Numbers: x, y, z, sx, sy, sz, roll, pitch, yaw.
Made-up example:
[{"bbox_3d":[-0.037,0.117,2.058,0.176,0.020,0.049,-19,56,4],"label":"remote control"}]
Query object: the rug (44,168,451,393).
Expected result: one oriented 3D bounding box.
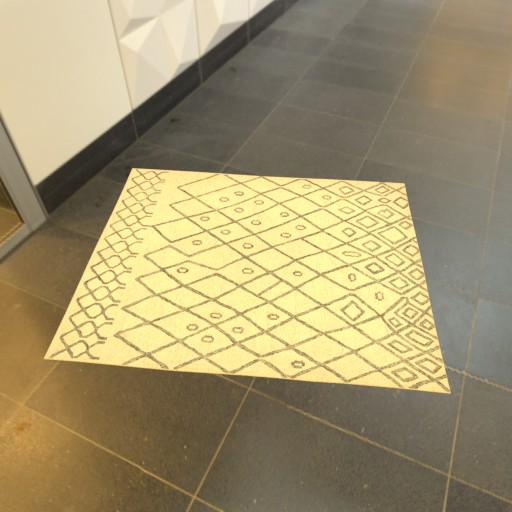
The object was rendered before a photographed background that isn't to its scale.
[{"bbox_3d":[0.000,0.000,4.118,3.046,0.015,2.446,4,47,4],"label":"rug"}]
